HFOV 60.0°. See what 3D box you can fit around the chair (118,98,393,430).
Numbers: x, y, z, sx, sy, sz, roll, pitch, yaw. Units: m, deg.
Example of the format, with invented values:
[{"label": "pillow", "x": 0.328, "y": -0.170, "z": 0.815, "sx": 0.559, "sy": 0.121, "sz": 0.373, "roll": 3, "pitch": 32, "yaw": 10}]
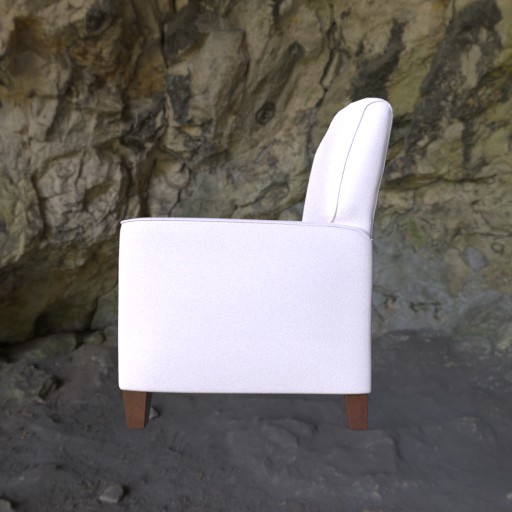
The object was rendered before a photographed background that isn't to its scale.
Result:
[{"label": "chair", "x": 0.000, "y": 0.000, "z": 1.691, "sx": 0.858, "sy": 1.028, "sz": 0.841, "roll": 0, "pitch": 1, "yaw": 1}]
